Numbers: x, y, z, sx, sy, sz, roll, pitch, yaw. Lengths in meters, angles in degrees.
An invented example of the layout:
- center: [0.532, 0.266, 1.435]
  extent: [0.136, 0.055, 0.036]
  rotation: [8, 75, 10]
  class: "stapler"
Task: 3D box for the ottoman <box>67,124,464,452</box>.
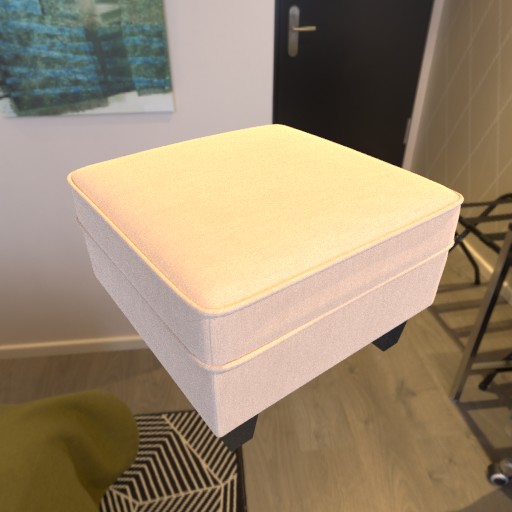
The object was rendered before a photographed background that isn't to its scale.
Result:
- center: [0.000, 0.000, 1.009]
  extent: [0.616, 0.438, 0.613]
  rotation: [-22, 39, -30]
  class: "ottoman"
